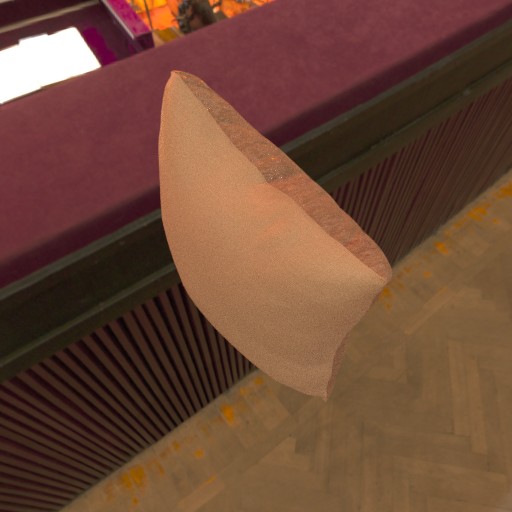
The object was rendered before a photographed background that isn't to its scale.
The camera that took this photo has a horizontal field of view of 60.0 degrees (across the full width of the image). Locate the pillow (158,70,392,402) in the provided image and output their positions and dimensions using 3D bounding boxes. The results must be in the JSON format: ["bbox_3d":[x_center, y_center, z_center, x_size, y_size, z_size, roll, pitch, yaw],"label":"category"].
[{"bbox_3d":[0.000,0.000,0.739,0.245,0.448,0.450,-30,62,-18],"label":"pillow"}]
